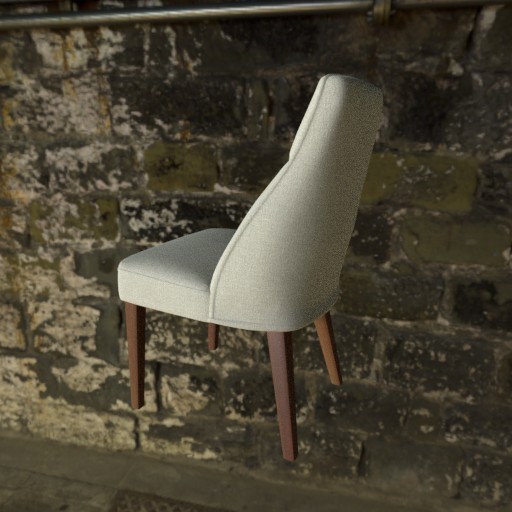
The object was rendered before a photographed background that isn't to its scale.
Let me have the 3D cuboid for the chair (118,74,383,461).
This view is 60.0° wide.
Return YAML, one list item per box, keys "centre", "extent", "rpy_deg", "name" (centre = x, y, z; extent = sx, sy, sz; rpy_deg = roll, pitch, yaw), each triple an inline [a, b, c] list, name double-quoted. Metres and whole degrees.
- centre: [0.000, 0.000, 1.280]
  extent: [0.620, 0.930, 0.500]
  rpy_deg: [8, 18, 26]
  name: "chair"
